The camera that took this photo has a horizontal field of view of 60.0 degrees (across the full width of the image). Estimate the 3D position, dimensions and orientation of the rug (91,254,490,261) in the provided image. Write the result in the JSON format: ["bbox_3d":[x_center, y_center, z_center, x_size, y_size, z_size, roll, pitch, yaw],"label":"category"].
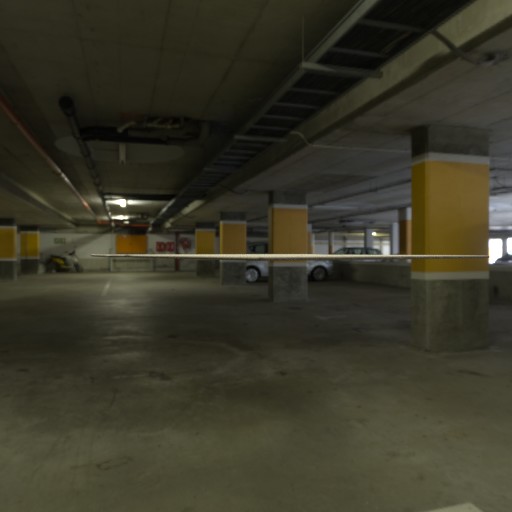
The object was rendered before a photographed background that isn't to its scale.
[{"bbox_3d":[0.000,0.000,2.927,1.540,0.021,2.290,0,0,-34],"label":"rug"}]
